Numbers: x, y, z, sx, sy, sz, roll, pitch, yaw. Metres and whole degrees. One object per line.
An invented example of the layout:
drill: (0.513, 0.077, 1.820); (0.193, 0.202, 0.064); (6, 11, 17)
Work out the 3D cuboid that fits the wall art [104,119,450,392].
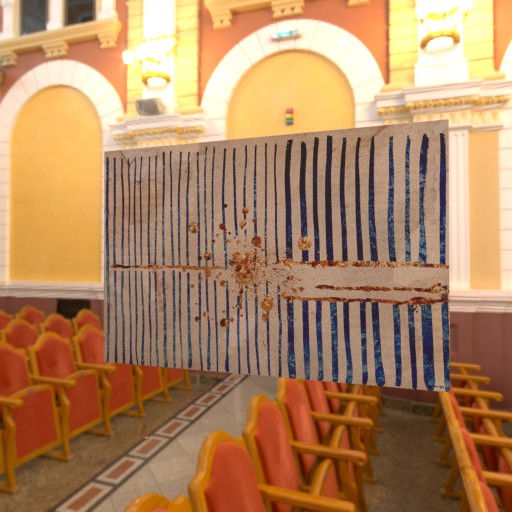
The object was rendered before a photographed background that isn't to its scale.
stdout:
wall art: (0.000, 0.000, 1.148); (0.919, 0.609, 0.030); (0, -1, 19)
